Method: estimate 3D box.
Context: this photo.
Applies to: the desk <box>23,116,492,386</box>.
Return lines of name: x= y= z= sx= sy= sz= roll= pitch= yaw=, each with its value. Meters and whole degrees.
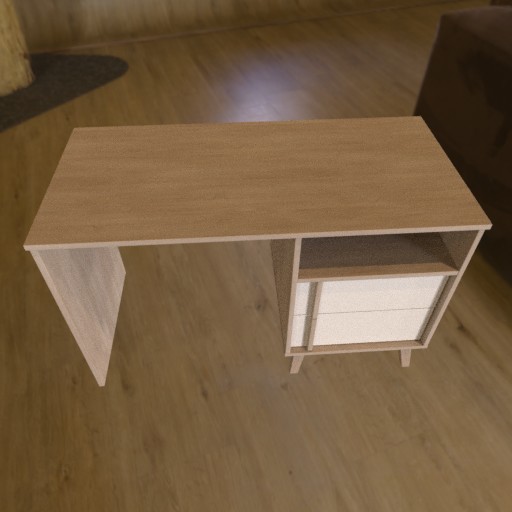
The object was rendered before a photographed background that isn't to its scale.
desk: x=0.000 y=0.000 z=1.661 sx=1.251 sy=0.770 sz=0.600 roll=-3 pitch=46 yaw=-3
